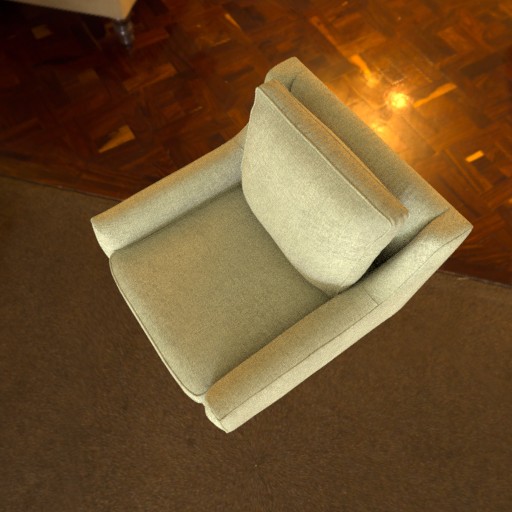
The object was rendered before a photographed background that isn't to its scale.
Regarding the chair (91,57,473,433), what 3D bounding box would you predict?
[{"bbox_3d":[0.000,0.000,1.564,0.918,0.864,0.838,-33,69,-14],"label":"chair"}]
